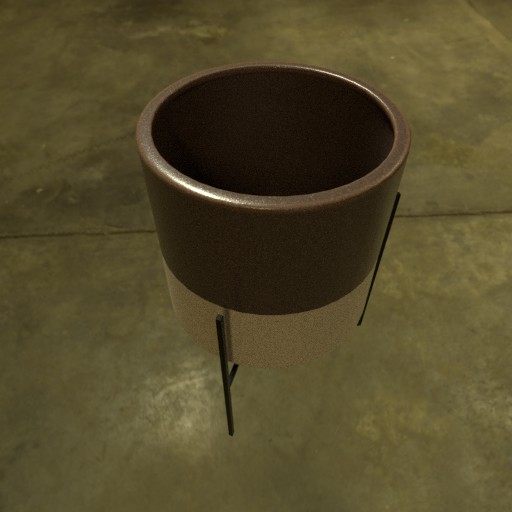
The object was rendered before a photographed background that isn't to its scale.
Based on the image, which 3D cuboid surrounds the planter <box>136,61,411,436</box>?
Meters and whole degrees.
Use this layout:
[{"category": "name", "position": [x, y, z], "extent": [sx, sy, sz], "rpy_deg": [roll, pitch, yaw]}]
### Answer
[{"category": "planter", "position": [0.000, 0.000, 0.510], "extent": [0.260, 0.353, 0.250], "rpy_deg": [33, 55, 27]}]
